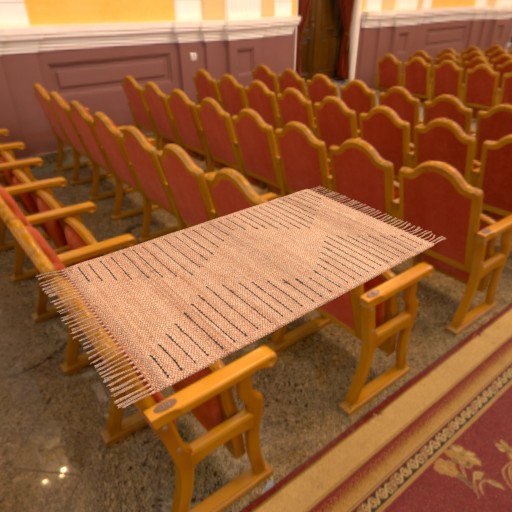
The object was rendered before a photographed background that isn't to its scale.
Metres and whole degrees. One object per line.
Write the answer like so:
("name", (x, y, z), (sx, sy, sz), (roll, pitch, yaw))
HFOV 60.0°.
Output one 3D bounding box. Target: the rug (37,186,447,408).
("rug", (0.000, 0.000, 2.051), (1.718, 0.017, 0.905), (-22, 37, -32))
